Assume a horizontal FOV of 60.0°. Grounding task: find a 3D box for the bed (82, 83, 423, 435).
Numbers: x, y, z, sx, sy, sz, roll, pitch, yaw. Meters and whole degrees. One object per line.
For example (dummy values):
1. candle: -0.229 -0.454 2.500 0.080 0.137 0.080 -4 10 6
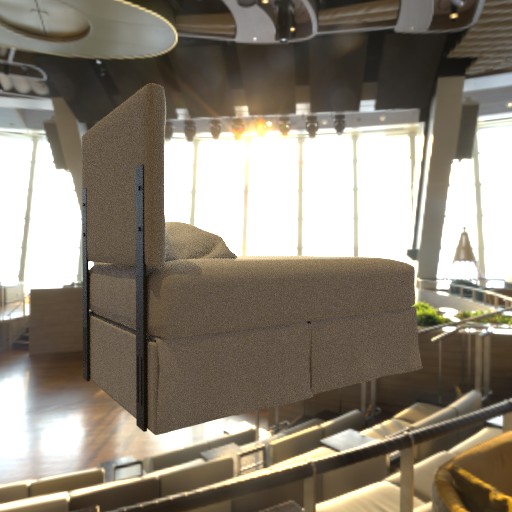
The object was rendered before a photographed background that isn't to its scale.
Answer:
1. bed: 0.000 0.000 2.986 1.997 1.571 1.261 -1 1 -36
